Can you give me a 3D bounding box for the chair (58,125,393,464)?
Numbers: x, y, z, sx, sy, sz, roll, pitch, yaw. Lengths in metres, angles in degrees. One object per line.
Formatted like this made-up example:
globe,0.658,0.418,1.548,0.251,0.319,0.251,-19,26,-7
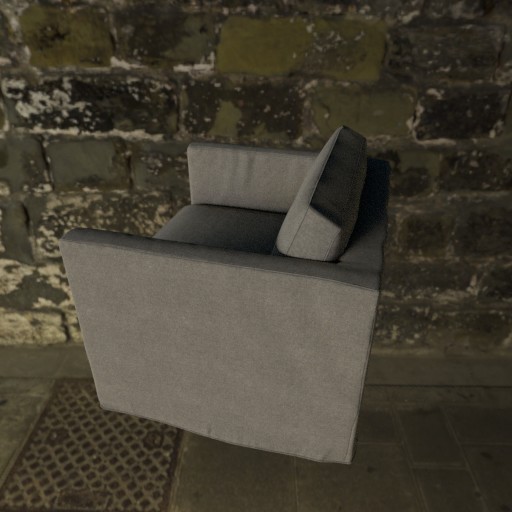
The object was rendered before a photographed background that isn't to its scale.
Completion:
chair,0.000,0.000,1.732,0.949,0.863,1.057,8,32,14
